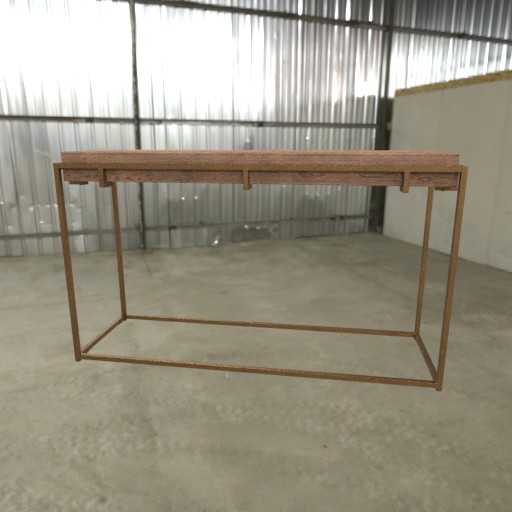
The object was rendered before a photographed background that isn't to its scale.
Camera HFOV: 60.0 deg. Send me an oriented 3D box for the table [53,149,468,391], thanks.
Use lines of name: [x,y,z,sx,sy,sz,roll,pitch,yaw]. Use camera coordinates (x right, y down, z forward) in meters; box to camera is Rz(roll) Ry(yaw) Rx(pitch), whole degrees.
table: [0.000,0.000,1.781,1.400,0.820,0.440,2,15,9]
